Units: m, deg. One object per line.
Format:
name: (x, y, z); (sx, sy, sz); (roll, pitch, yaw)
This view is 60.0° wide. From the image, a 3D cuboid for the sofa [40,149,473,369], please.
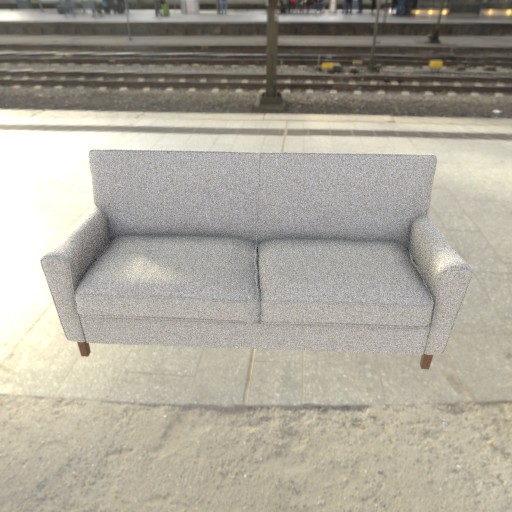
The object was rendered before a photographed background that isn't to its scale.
sofa: (0.000, 0.000, 2.447); (2.026, 0.942, 0.854); (2, 31, 3)
